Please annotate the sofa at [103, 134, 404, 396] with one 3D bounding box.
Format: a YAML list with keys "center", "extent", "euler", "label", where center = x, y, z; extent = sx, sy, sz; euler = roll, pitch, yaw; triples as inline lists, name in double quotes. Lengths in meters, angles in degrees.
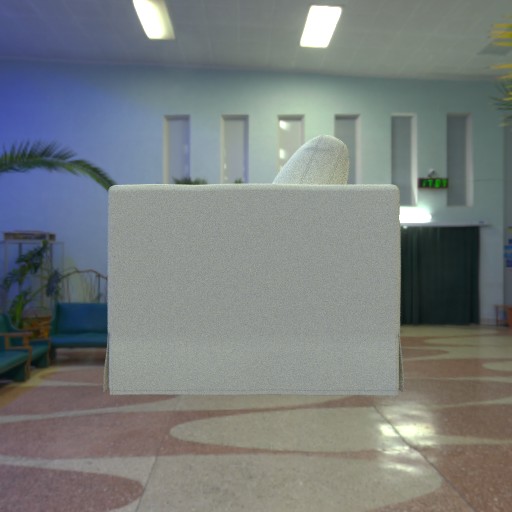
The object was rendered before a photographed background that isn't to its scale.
- center: [0.000, 0.000, 2.365]
  extent: [1.009, 0.932, 1.813]
  euler: [0, 0, 1]
  label: "sofa"
